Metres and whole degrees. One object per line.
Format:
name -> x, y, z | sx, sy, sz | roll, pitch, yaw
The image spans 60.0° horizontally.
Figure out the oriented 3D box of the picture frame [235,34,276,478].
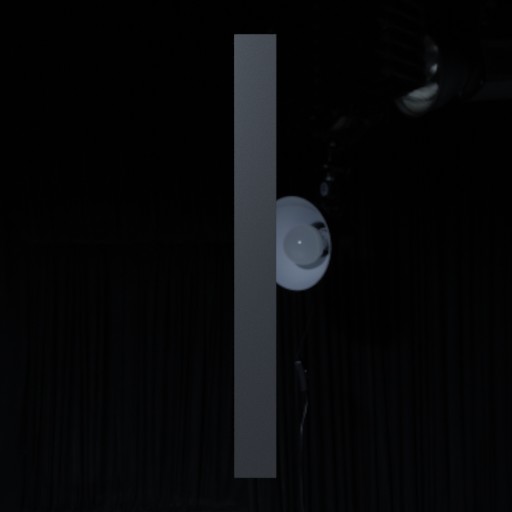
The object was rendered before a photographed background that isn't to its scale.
picture frame -> 0.000, 0.000, 0.476 | 0.030, 0.317, 0.317 | 0, 0, 0
